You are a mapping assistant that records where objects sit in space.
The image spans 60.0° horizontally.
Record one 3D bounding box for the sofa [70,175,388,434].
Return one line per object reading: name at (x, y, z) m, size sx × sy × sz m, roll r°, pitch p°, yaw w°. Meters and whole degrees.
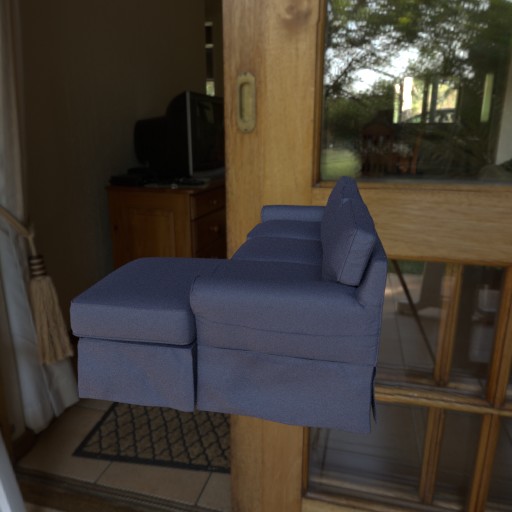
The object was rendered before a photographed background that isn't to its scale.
sofa at (0.000, 0.000, 3.326) m, size 1.637 × 1.039 × 2.518 m, roll 3°, pitch 16°, yaw 9°
